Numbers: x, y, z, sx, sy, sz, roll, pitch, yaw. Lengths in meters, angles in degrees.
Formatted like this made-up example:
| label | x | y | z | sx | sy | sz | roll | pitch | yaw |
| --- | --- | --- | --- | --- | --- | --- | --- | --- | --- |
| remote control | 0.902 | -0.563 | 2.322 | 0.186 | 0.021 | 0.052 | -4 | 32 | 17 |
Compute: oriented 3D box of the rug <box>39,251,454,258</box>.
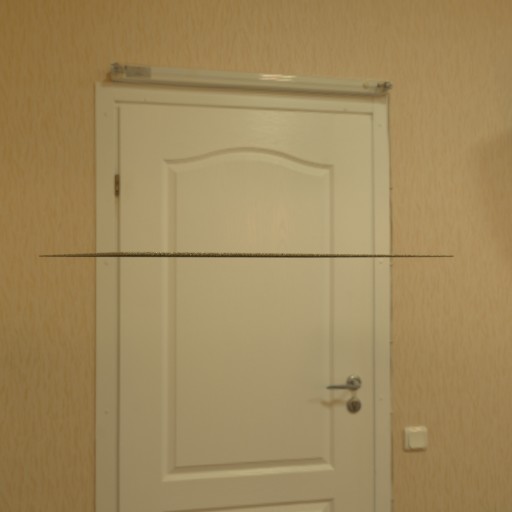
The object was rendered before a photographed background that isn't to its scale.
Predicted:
| label | x | y | z | sx | sy | sz | roll | pitch | yaw |
| --- | --- | --- | --- | --- | --- | --- | --- | --- | --- |
| rug | 0.000 | 0.000 | 3.062 | 2.448 | 0.012 | 1.540 | 0 | -1 | -37 |
